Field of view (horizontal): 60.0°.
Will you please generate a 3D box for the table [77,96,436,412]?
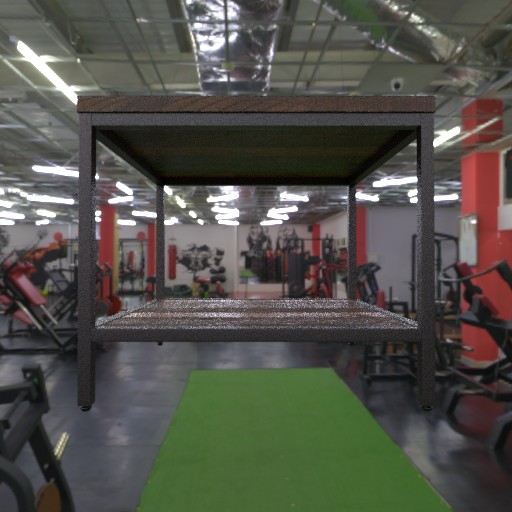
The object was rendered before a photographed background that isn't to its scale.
[{"bbox_3d":[0.000,0.000,0.948,0.548,0.482,0.553,0,-1,0],"label":"table"}]
